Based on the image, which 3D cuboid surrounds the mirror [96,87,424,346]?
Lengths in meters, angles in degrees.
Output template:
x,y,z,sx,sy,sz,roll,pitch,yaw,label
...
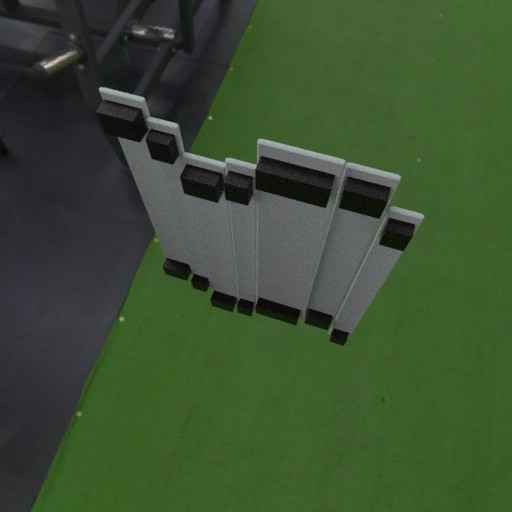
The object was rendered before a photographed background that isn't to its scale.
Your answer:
x,y,z,sx,sy,sz,roll,pitch,yaw,label
0.000,0.000,0.798,0.445,0.611,0.058,16,64,8,mirror
